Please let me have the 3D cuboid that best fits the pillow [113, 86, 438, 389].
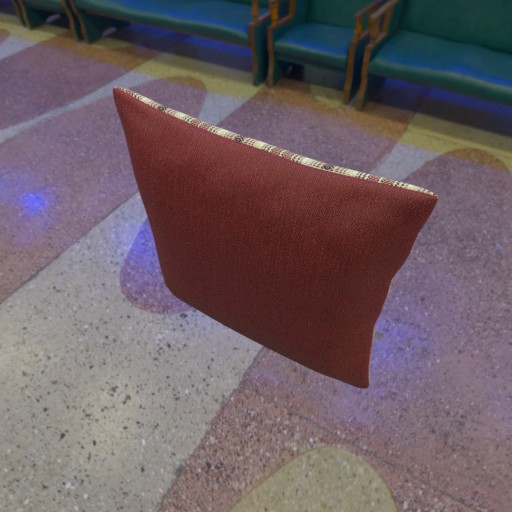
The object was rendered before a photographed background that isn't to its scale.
[{"bbox_3d":[0.000,0.000,0.782,0.513,0.497,0.166,24,52,21],"label":"pillow"}]
